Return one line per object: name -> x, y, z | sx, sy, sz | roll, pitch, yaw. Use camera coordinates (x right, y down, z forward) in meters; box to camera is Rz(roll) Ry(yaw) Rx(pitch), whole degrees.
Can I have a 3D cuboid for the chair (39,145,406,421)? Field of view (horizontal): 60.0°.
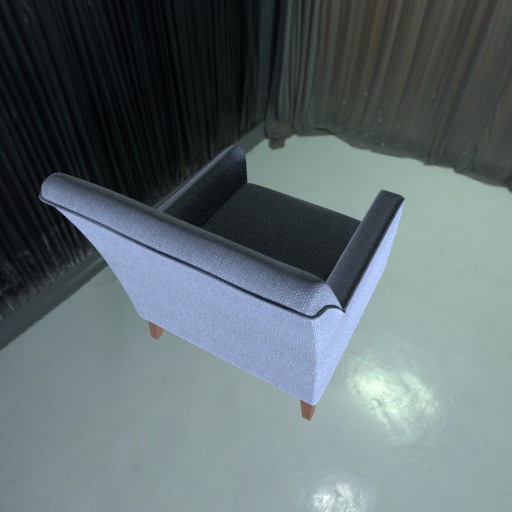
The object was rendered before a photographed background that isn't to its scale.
chair -> 0.000, 0.000, 1.554 | 0.780, 0.919, 0.899 | 22, 50, 20
